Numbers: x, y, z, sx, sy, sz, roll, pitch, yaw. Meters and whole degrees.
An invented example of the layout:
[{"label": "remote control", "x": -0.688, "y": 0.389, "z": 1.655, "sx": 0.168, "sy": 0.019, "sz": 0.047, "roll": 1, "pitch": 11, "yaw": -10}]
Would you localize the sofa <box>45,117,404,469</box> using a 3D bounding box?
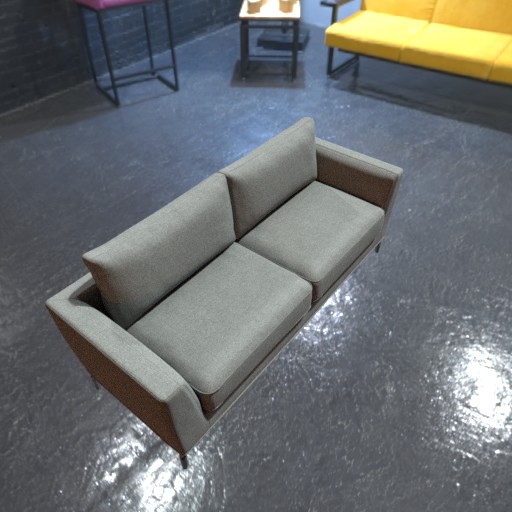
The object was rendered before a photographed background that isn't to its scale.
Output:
[{"label": "sofa", "x": 0.000, "y": 0.000, "z": 2.729, "sx": 0.869, "sy": 1.002, "sz": 2.212, "roll": 29, "pitch": 50, "yaw": 27}]
